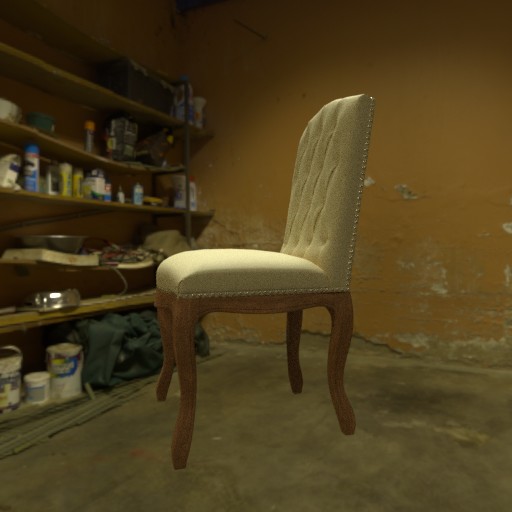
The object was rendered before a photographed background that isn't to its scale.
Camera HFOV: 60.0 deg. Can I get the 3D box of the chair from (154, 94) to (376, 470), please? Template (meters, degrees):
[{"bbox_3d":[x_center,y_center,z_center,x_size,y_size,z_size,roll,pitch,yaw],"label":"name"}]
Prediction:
[{"bbox_3d":[0.000,0.000,1.595,0.715,1.165,0.623,0,0,-17],"label":"chair"}]
